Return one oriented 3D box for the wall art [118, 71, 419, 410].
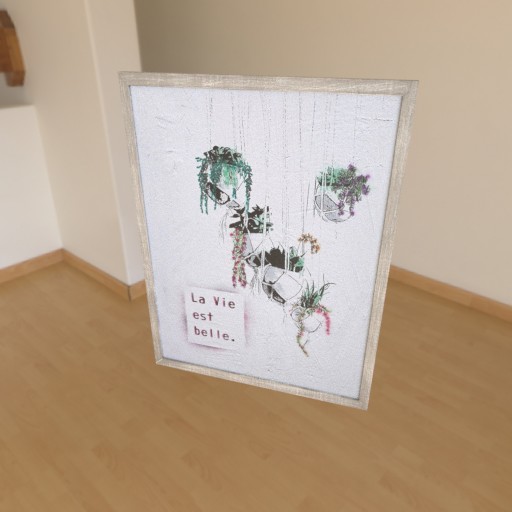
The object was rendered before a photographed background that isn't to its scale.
[{"bbox_3d":[0.000,0.000,1.351,0.781,1.022,0.035,8,28,15],"label":"wall art"}]
